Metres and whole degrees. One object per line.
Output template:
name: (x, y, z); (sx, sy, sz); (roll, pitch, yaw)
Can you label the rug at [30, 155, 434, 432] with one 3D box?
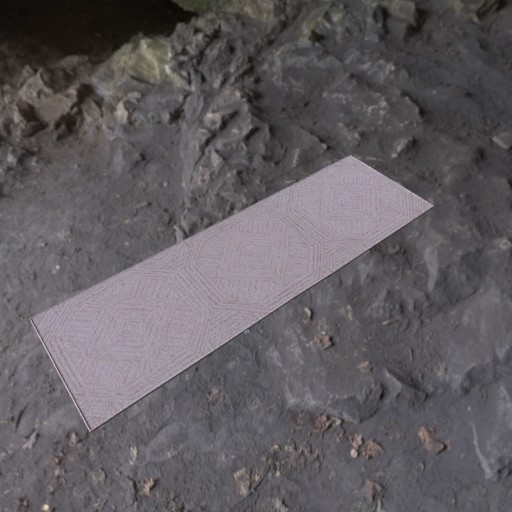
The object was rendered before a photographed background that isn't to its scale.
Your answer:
rug: (0.000, 0.000, 2.665); (2.452, 0.012, 0.775); (-30, 53, -25)
